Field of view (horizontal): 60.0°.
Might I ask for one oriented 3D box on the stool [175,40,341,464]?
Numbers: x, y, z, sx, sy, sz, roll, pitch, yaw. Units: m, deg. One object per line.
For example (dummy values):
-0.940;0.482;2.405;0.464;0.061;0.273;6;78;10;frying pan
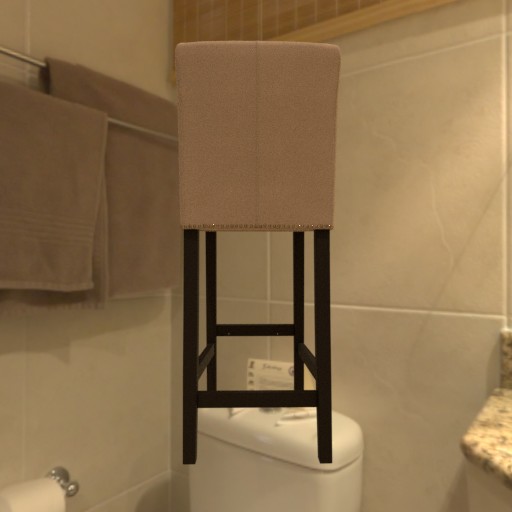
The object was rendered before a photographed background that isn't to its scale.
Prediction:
0.000;0.000;1.323;0.411;1.047;0.548;0;-1;-1;stool
